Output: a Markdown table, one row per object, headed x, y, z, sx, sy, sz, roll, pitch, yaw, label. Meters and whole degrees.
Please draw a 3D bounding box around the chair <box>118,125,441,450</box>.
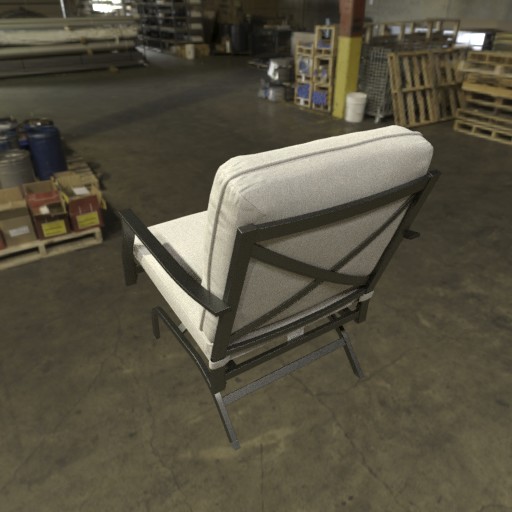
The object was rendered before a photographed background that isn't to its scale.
| x | y | z | sx | sy | sz | roll | pitch | yaw | label |
| --- | --- | --- | --- | --- | --- | --- | --- | --- | --- |
| 0.000 | 0.000 | 1.384 | 0.650 | 0.860 | 0.787 | -19 | 35 | -29 | chair |
